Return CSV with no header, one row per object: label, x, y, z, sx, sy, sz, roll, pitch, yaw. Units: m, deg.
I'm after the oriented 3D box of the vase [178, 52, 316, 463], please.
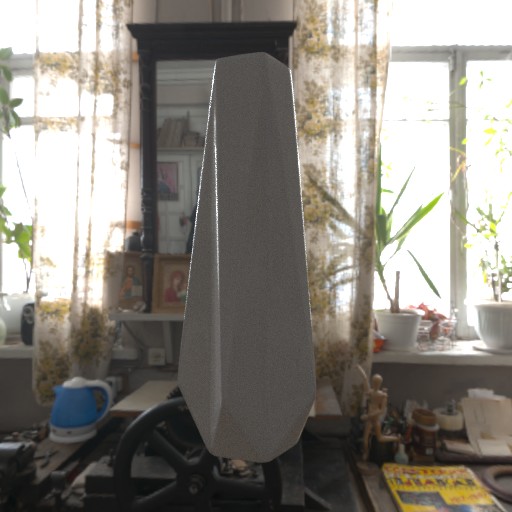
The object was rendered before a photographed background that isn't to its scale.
vase,0.000,0.000,0.393,0.116,0.329,0.122,1,-1,-36
